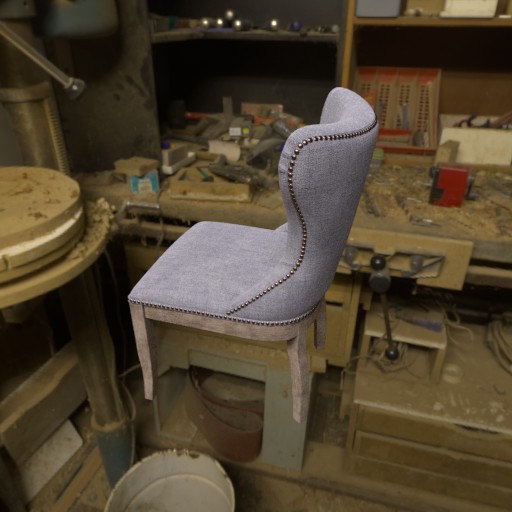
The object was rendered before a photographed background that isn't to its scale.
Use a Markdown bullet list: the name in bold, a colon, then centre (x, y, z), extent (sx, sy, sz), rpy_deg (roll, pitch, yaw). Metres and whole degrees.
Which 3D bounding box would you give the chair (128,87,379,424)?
- **chair**: centre (0.000, 0.000, 1.482), extent (0.681, 1.002, 0.654), rpy_deg (9, 31, 15)
